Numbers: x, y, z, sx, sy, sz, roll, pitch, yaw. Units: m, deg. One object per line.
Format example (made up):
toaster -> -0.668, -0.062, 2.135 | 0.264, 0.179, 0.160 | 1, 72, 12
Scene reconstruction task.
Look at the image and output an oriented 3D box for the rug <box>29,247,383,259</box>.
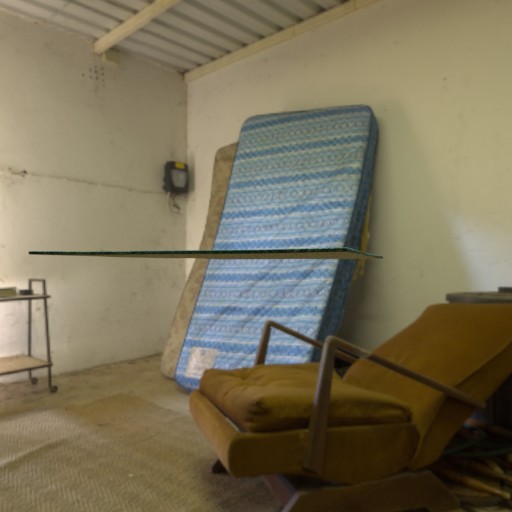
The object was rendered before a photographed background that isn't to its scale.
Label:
rug -> 0.000, 0.000, 2.208 | 1.136, 0.017, 1.728 | 0, -1, 19
